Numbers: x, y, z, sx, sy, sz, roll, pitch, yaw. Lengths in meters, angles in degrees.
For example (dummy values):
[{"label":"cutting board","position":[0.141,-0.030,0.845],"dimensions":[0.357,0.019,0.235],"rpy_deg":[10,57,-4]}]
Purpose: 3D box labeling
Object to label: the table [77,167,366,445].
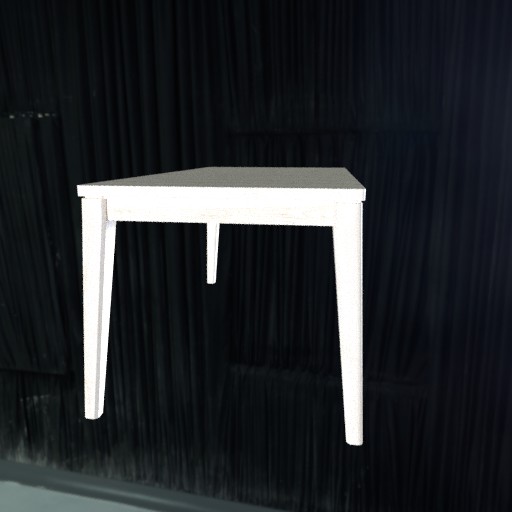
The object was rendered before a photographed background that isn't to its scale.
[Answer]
[{"label":"table","position":[0.000,0.000,2.077],"dimensions":[0.900,0.760,1.600],"rpy_deg":[2,13,9]}]
